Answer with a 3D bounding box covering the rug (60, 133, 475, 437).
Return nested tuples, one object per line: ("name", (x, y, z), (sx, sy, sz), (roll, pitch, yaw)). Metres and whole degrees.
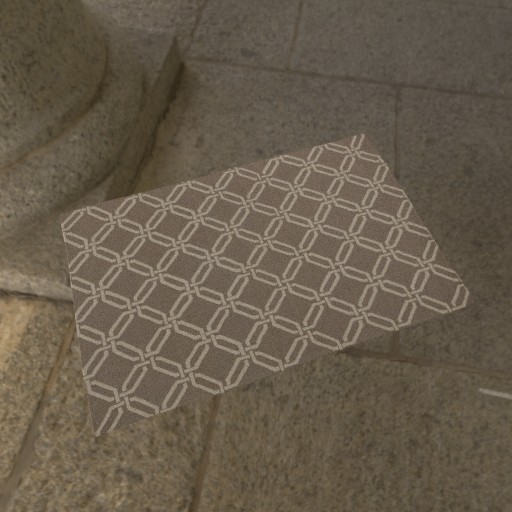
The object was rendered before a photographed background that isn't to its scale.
("rug", (0.000, 0.000, 2.148), (1.748, 0.010, 1.142), (-17, 61, -10))
